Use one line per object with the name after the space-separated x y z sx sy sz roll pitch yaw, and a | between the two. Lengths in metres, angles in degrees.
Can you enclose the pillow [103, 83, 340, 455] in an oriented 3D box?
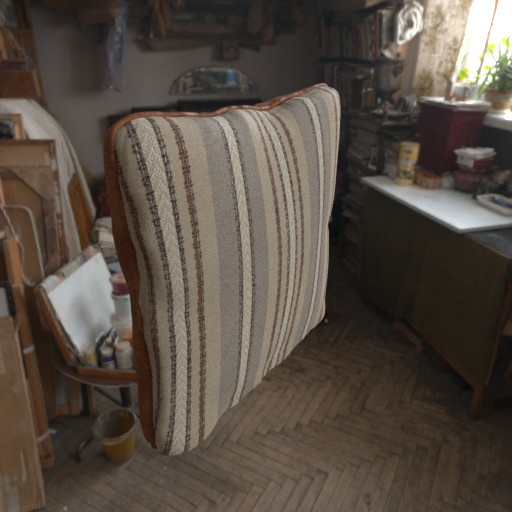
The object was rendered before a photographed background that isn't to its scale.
0.000 0.000 0.711 0.130 0.490 0.489 17 31 31 | pillow
